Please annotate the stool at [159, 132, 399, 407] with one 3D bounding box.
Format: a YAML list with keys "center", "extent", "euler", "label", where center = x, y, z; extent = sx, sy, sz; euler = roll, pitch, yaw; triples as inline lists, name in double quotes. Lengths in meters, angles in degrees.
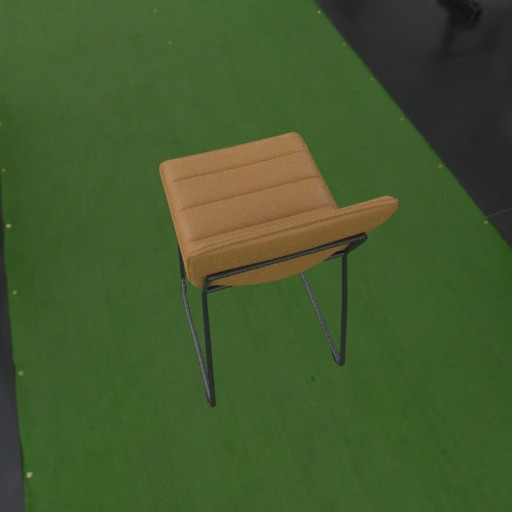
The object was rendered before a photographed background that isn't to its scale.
- center: [0.000, 0.000, 1.261]
  extent: [0.489, 0.936, 0.524]
  euler: [-15, 59, -9]
  label: "stool"
